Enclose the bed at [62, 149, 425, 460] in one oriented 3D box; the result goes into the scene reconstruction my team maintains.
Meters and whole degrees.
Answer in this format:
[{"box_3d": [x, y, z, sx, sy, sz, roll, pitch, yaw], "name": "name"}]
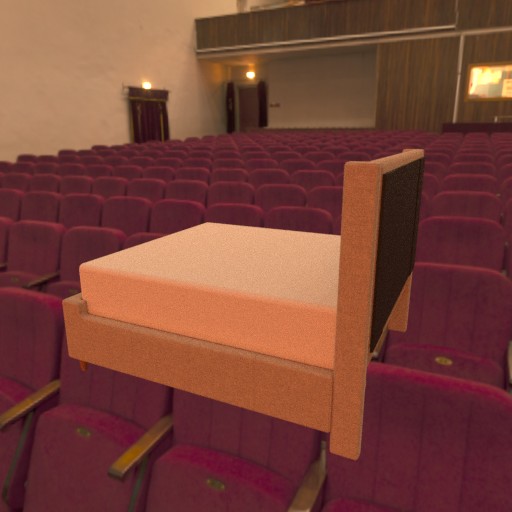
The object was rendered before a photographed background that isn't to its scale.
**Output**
[{"box_3d": [0.000, 0.000, 3.760, 2.370, 1.743, 2.045, 7, 17, 25], "name": "bed"}]
